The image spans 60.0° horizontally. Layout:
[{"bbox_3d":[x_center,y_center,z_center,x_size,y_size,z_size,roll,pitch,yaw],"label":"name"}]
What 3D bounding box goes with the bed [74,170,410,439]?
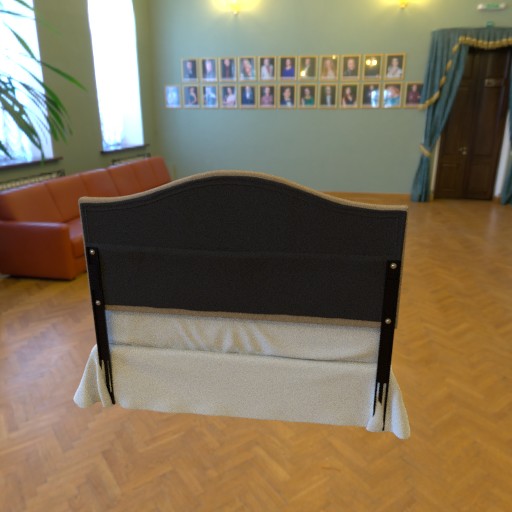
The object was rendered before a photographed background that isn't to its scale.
[{"bbox_3d":[0.000,0.000,3.742,2.311,1.651,2.222,3,18,8],"label":"bed"}]
